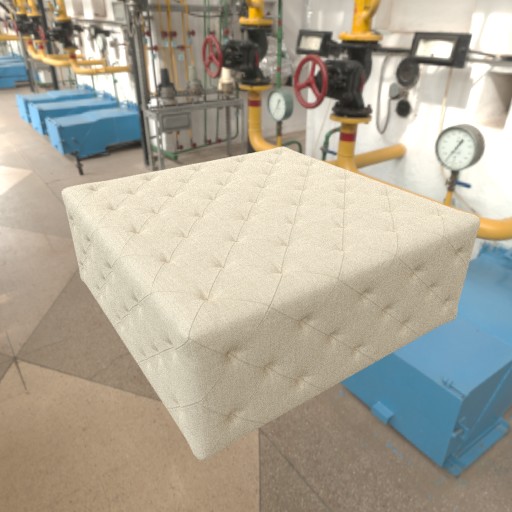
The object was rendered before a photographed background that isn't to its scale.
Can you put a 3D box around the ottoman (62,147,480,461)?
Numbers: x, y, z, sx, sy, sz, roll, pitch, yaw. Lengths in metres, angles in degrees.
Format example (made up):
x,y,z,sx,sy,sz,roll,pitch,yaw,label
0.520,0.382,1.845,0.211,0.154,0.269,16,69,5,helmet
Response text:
x,y,z,sx,sy,sz,roll,pitch,yaw,label
0.000,0.000,1.588,1.028,0.439,1.028,-18,34,-30,ottoman
